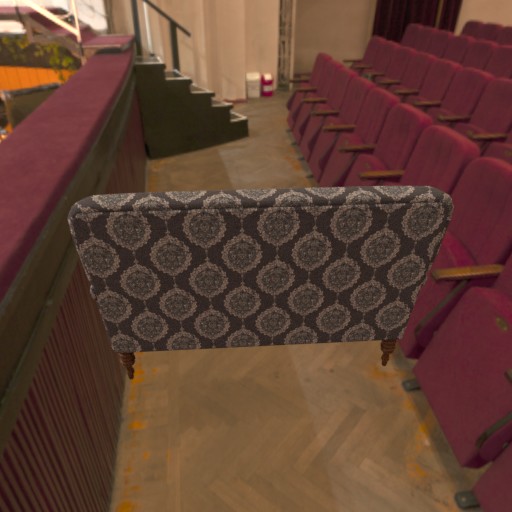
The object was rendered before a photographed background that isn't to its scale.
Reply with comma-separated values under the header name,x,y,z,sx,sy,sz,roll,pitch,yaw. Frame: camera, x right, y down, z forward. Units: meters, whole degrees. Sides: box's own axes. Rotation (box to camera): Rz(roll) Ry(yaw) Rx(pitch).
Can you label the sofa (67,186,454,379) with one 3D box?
name,x,y,z,sx,sy,sz,roll,pitch,yaw
sofa,0.000,0.000,1.866,1.297,0.867,0.779,-2,32,-3
